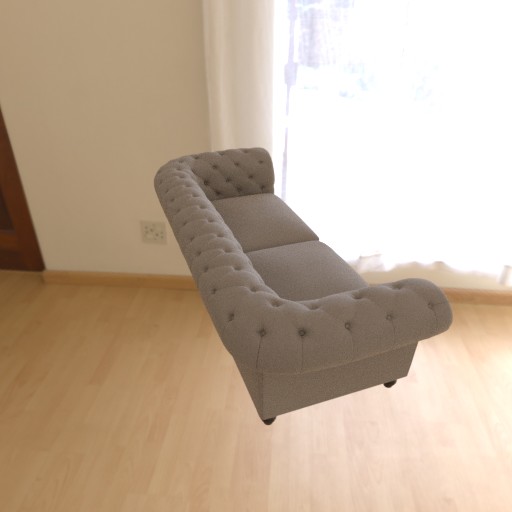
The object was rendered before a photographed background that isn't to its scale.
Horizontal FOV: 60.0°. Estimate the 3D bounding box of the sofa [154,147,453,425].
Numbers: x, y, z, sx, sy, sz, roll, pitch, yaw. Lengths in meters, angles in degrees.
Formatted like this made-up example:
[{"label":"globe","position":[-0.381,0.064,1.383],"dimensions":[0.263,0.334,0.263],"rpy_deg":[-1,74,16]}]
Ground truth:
[{"label":"sofa","position":[0.000,0.000,2.854],"dimensions":[0.991,0.749,2.411],"rpy_deg":[-11,32,-17]}]
